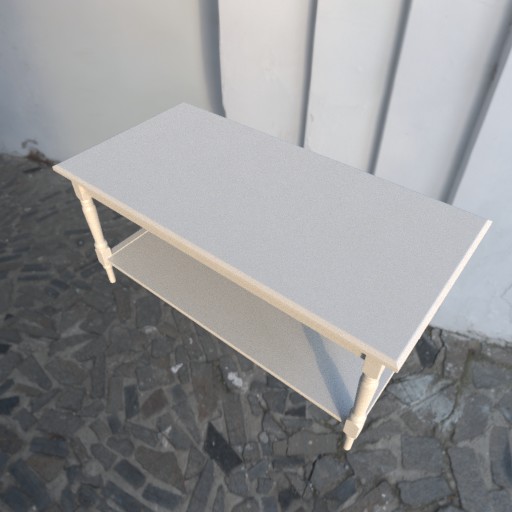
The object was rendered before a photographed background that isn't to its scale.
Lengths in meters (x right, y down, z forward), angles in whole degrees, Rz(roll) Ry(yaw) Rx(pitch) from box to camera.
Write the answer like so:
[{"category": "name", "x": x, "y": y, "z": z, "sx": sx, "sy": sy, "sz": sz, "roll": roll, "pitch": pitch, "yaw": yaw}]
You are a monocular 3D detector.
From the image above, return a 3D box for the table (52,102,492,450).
[{"category": "table", "x": 0.000, "y": 0.000, "z": 1.399, "sx": 1.109, "sy": 0.506, "sz": 0.551, "roll": 29, "pitch": 51, "yaw": 26}]
